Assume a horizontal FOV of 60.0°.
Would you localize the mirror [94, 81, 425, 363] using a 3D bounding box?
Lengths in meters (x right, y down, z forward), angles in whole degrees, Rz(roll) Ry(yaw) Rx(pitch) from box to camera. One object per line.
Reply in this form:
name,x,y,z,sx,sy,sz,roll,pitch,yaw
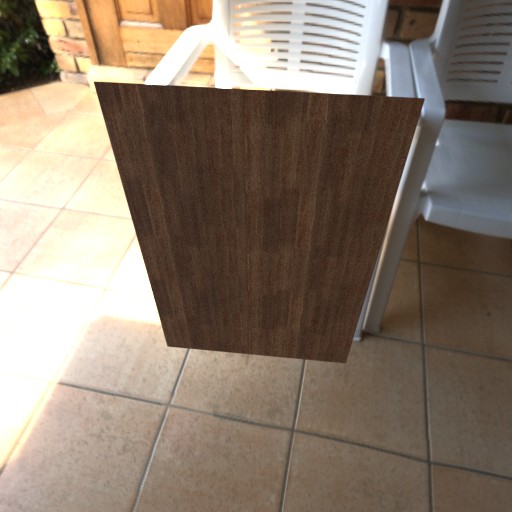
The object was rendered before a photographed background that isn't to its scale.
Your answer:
mirror,0.000,0.000,1.252,0.651,1.010,0.047,4,48,4
